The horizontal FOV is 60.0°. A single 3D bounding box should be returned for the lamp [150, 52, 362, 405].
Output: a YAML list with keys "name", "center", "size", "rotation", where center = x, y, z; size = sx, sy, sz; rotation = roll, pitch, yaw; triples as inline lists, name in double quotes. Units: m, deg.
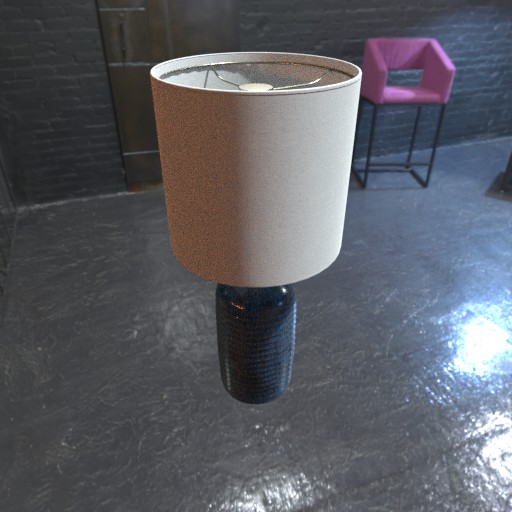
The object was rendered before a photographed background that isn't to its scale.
- name: "lamp"
  center: [0.000, 0.000, 0.599]
  size: [0.220, 0.475, 0.220]
  rotation: [-10, 34, -16]
